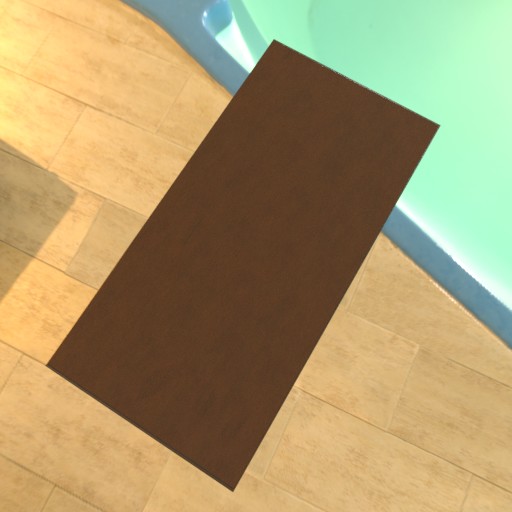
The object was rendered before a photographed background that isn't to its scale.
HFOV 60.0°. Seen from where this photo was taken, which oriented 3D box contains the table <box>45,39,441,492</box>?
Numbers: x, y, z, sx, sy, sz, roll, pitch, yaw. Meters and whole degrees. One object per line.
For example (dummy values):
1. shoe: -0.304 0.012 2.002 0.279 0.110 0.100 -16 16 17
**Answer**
1. table: 0.000 0.000 1.487 0.594 0.459 1.197 31 78 7
